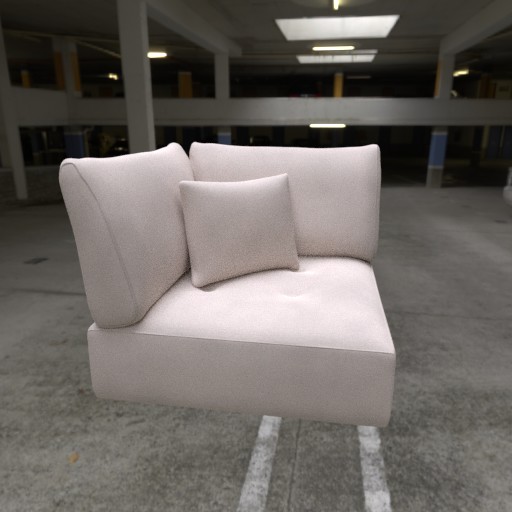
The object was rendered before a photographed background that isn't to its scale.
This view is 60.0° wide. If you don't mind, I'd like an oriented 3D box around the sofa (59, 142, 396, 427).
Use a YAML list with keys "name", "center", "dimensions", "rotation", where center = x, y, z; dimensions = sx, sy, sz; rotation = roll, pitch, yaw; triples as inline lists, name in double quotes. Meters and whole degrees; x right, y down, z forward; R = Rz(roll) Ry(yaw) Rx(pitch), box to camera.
- name: "sofa"
  center: [0.000, 0.000, 1.741]
  dimensions: [1.000, 0.820, 1.000]
  rotation: [3, 17, 9]
